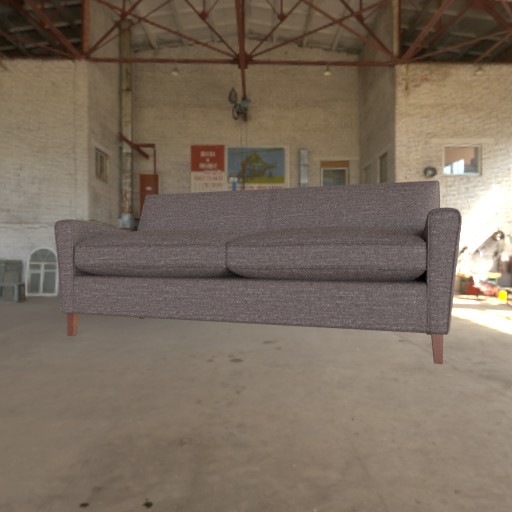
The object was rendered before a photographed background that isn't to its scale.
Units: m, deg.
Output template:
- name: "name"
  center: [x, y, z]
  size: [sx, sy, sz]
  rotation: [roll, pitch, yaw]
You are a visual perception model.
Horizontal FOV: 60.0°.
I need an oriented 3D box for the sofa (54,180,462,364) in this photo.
- name: "sofa"
  center: [0.000, 0.000, 2.428]
  size: [1.976, 0.846, 0.875]
  rotation: [0, 0, 19]
